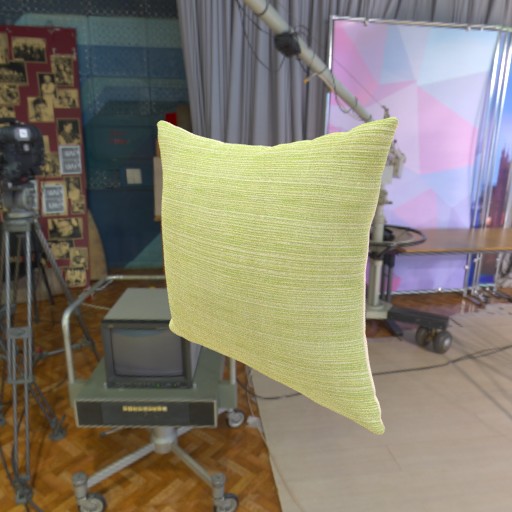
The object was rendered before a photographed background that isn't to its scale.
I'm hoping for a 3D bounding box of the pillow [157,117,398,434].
[{"bbox_3d":[0.000,0.000,0.820,0.560,0.487,0.229,15,22,41],"label":"pillow"}]
